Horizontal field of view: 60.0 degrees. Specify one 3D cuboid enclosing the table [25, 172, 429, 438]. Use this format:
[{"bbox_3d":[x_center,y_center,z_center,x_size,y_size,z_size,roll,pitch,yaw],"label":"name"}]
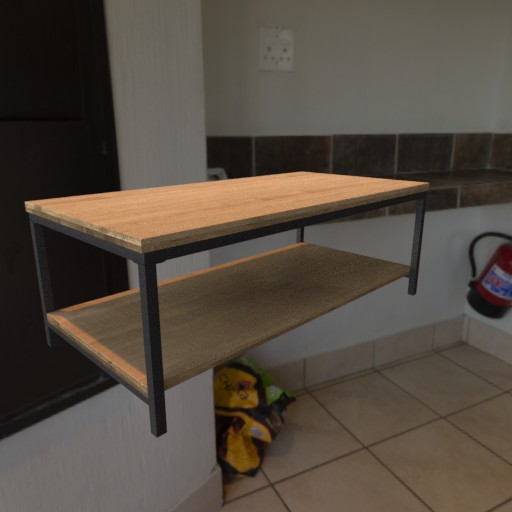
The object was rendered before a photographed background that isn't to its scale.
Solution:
[{"bbox_3d":[0.000,0.000,1.360,0.551,0.399,1.100,16,22,43],"label":"table"}]
